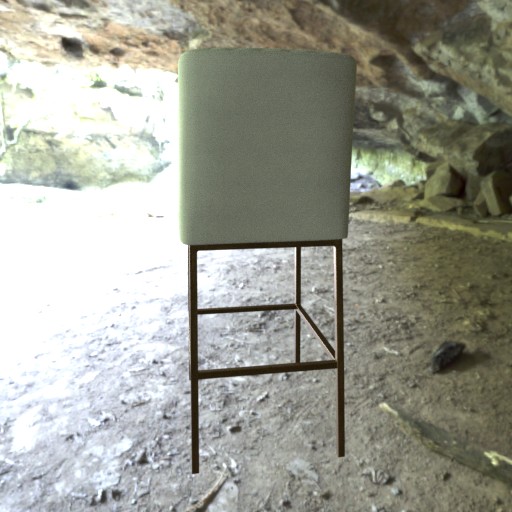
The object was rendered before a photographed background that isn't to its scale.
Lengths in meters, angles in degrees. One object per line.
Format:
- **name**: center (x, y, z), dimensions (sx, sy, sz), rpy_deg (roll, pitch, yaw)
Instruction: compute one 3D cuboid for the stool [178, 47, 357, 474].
- **stool**: center (0.000, 0.000, 1.366), dimensions (0.462, 1.084, 0.546), rpy_deg (-2, 14, -9)
